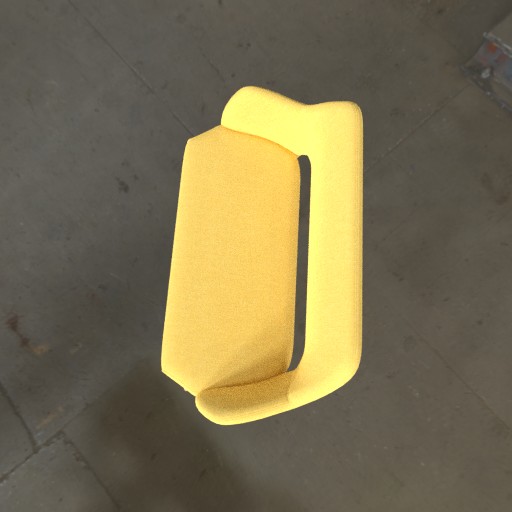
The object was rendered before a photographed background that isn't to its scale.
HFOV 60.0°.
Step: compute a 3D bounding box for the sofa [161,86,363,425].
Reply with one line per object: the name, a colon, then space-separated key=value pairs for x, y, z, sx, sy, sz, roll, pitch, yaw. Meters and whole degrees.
sofa: x=0.000 y=0.000 z=1.658 sx=0.610 sy=0.840 sz=1.150 roll=4 pitch=76 yaw=1
